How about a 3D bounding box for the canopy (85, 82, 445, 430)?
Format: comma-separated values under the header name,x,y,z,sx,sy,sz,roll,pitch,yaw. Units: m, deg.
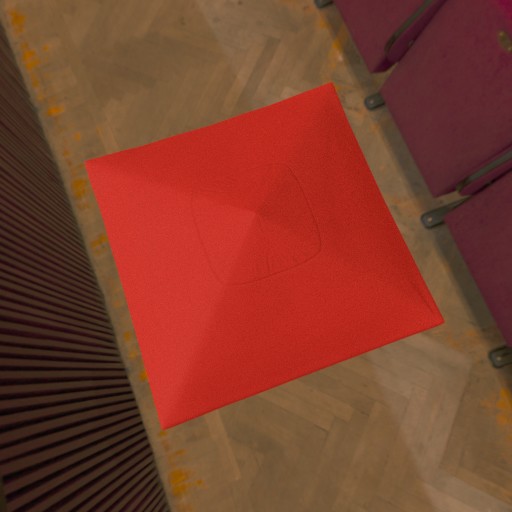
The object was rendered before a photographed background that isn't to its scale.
name,x,y,z,sx,sy,sz,roll,pitch,yaw
canopy,0.000,0.000,5.401,2.996,2.997,2.998,-19,76,-5
